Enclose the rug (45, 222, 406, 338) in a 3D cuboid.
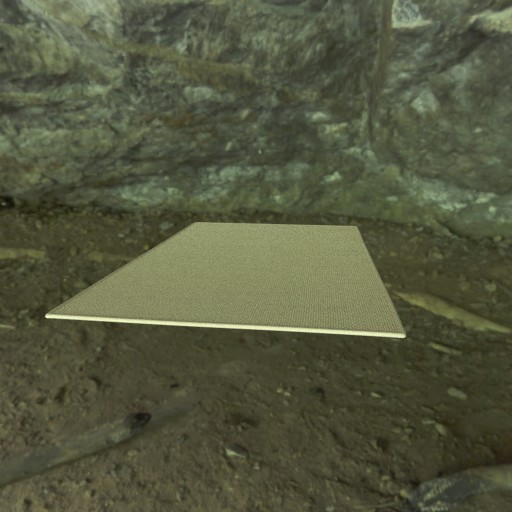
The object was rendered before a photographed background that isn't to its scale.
[{"bbox_3d":[0.000,0.000,2.077,1.067,0.013,1.676,2,14,8],"label":"rug"}]
